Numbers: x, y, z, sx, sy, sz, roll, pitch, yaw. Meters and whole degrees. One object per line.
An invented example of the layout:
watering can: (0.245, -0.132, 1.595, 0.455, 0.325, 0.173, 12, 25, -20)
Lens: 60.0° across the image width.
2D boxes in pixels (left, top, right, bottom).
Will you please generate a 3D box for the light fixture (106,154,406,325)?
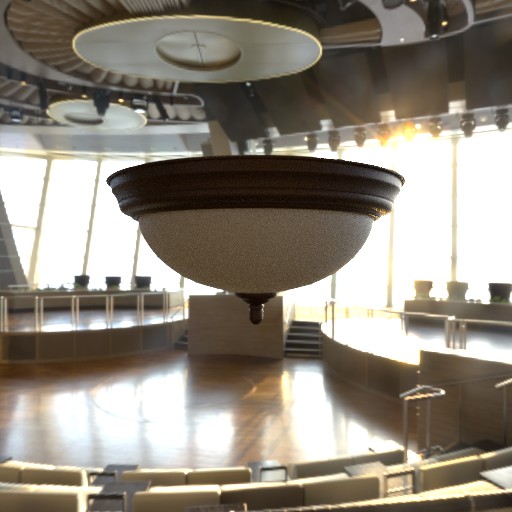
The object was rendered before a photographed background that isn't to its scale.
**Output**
light fixture: (0.000, 0.000, 0.436, 0.280, 0.135, 0.280, 0, 0, 0)
